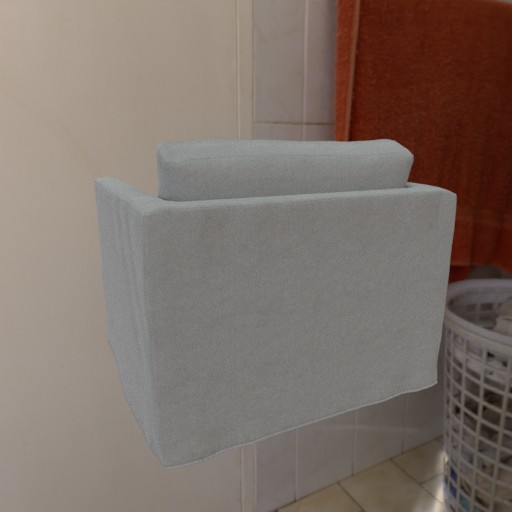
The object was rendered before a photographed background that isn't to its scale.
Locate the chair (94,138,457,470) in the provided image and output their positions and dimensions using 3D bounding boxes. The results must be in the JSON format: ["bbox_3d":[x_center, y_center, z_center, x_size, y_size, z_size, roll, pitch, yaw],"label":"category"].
[{"bbox_3d":[0.000,0.000,1.684,1.057,0.863,0.949,-7,16,-25],"label":"chair"}]
